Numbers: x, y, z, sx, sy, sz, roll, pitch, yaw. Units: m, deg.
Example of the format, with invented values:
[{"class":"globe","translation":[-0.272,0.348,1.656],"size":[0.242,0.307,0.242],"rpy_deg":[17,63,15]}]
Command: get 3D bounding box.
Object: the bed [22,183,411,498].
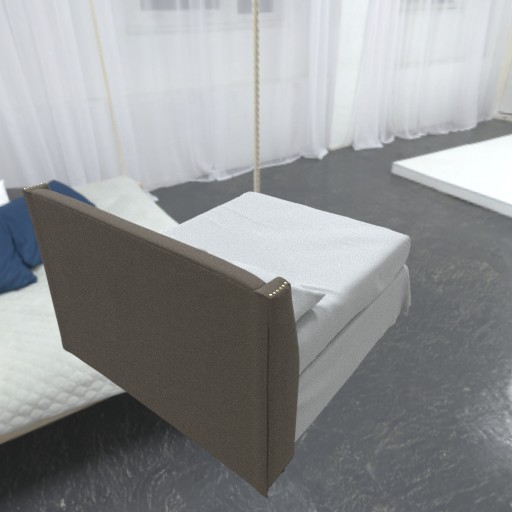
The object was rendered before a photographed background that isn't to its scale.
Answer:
[{"class":"bed","translation":[0.000,0.000,3.290],"size":[1.925,1.332,2.276],"rpy_deg":[21,36,32]}]
